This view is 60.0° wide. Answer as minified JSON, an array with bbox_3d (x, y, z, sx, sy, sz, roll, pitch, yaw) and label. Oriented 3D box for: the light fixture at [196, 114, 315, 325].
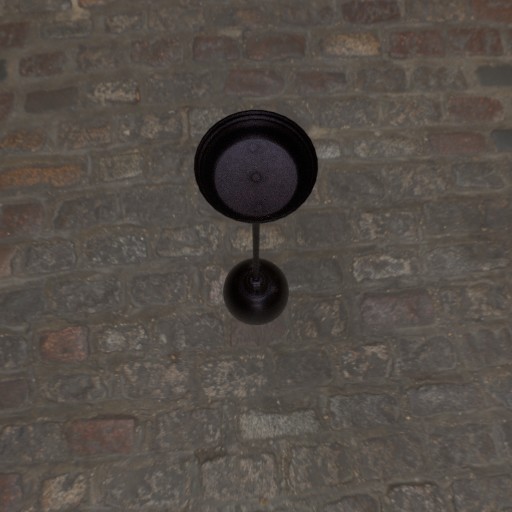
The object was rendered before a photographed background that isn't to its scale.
[{"bbox_3d":[0.000,0.000,0.855,0.182,0.768,0.182,-5,75,-1],"label":"light fixture"}]
